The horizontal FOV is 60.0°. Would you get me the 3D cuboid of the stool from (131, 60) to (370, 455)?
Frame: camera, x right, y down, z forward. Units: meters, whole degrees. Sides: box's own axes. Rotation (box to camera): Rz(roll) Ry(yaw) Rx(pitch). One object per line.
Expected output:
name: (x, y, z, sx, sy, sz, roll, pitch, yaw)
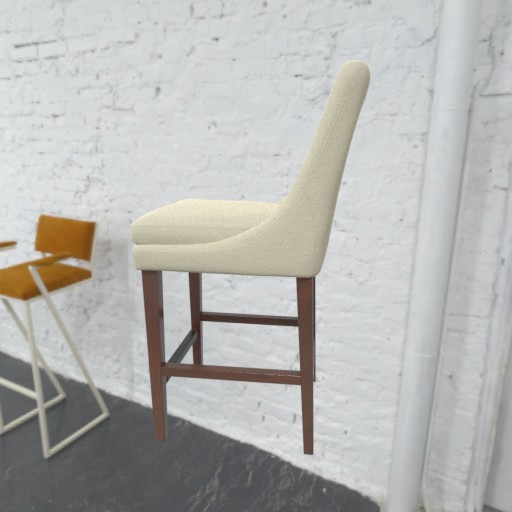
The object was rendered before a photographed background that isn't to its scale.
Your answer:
stool: (0.000, 0.000, 1.289, 0.577, 0.981, 0.470, 2, 14, 8)
